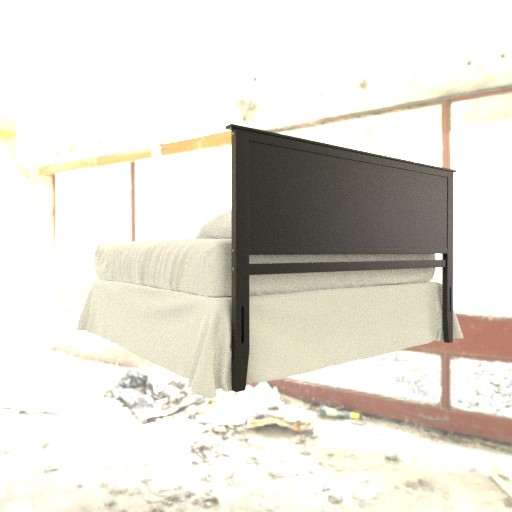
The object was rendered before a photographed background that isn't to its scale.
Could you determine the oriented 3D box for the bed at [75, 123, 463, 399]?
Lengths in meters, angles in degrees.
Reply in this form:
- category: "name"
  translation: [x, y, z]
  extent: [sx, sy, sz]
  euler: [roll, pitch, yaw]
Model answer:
- category: "bed"
  translation: [0.000, 0.000, 3.538]
  extent: [2.315, 1.271, 2.219]
  euler: [0, 1, -37]
